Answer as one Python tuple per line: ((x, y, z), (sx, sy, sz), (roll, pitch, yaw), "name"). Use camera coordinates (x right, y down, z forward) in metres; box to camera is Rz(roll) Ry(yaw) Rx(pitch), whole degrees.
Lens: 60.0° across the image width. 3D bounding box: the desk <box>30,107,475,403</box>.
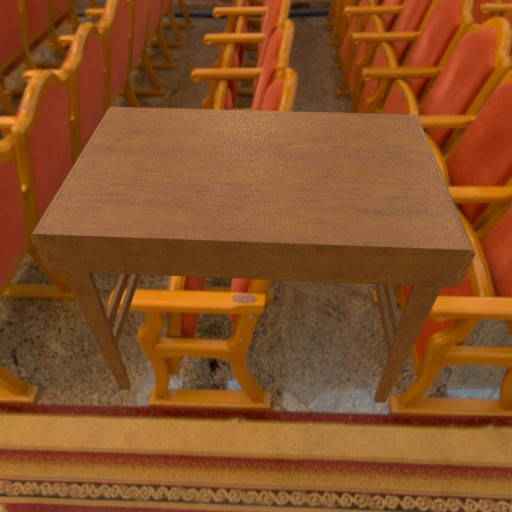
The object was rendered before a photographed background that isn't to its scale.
((0.000, 0.000, 1.549), (1.066, 0.754, 0.660), (2, 45, 2), "desk")
